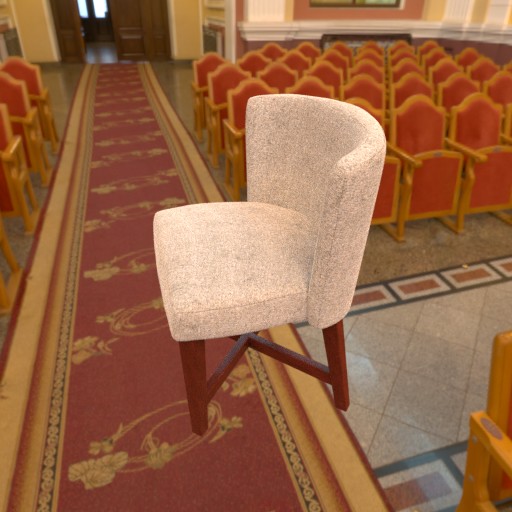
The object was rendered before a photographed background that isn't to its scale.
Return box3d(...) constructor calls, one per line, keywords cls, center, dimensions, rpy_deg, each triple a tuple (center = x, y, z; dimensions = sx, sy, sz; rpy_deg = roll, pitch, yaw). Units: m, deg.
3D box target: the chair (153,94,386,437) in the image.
box3d(cls="chair", center=(0.000, 0.000, 1.307), dimensions=(0.575, 0.827, 0.728), rpy_deg=(-8, 31, -13))
